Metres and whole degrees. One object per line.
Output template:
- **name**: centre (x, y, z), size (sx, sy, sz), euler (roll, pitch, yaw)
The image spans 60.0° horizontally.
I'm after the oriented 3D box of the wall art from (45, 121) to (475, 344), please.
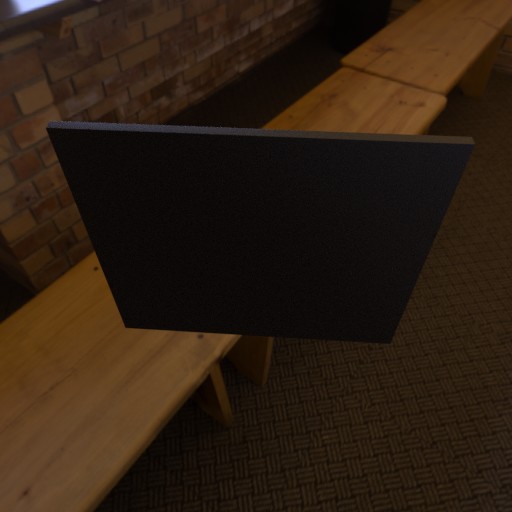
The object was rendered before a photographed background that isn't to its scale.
- **wall art**: centre (0.000, 0.000, 0.520), size (0.383, 0.332, 0.012), euler (3, 48, 3)
